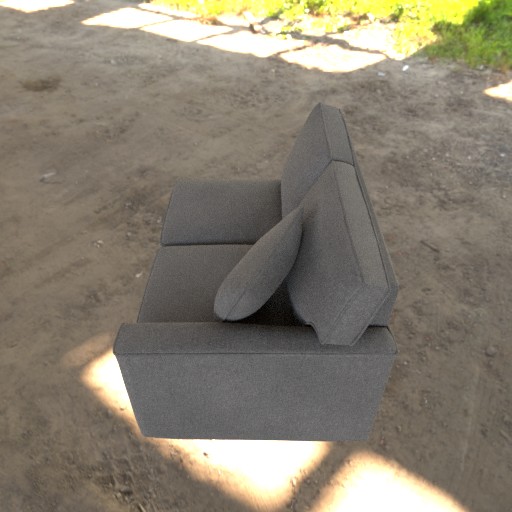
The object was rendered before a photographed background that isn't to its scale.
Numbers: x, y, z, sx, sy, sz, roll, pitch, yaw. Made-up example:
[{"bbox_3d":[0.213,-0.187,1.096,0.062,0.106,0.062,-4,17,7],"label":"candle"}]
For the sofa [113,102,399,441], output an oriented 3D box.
[{"bbox_3d":[0.000,0.000,2.106,0.991,0.989,1.388,1,41,1],"label":"sofa"}]
